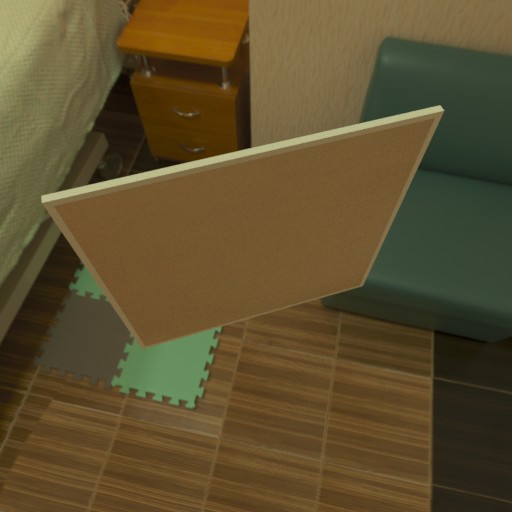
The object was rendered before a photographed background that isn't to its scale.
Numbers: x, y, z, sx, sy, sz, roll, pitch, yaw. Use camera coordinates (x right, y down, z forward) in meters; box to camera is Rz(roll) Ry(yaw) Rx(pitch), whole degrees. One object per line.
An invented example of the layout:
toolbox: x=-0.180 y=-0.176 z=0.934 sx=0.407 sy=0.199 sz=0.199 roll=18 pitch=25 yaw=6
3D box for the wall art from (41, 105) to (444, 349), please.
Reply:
wall art: x=0.000 y=0.000 z=0.832 sx=0.557 sy=0.557 sz=0.012 roll=-15 pitch=61 yaw=-9
